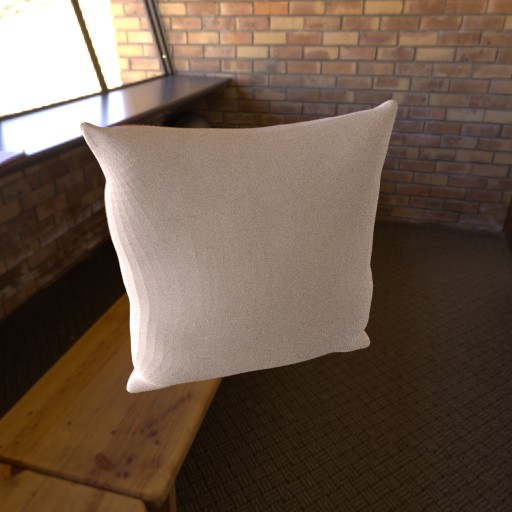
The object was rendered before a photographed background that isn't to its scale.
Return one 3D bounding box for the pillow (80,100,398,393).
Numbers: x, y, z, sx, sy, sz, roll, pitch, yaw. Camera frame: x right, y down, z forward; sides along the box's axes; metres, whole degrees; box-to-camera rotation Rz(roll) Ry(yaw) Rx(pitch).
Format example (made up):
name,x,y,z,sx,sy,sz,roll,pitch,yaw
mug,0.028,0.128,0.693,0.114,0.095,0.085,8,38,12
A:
name,x,y,z,sx,sy,sz,roll,pitch,yaw
pillow,0.000,0.000,0.681,0.440,0.441,0.182,-8,29,-15
